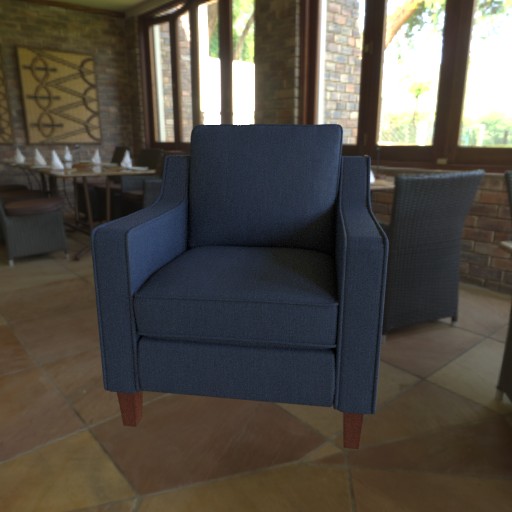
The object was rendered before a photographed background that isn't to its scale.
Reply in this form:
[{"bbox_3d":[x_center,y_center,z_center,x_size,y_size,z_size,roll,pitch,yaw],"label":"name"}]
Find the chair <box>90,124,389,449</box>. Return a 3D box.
[{"bbox_3d":[0.000,0.000,1.654,0.831,0.960,0.909,2,15,8],"label":"chair"}]
